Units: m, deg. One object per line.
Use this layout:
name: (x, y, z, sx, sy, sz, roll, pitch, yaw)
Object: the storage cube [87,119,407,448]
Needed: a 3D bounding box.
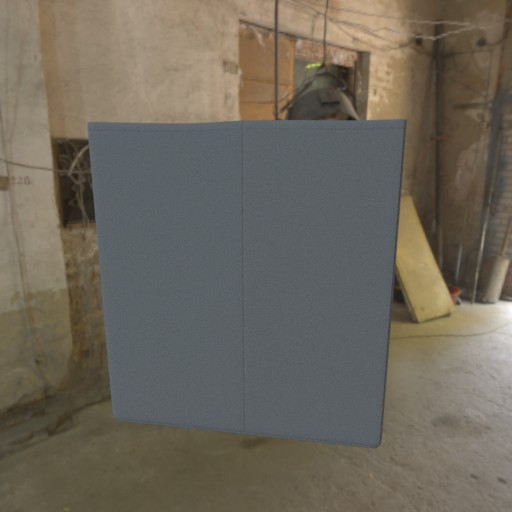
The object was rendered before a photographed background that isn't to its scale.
storage cube: (0.000, 0.000, 0.502, 0.270, 0.280, 0.270, 2, 14, 9)
